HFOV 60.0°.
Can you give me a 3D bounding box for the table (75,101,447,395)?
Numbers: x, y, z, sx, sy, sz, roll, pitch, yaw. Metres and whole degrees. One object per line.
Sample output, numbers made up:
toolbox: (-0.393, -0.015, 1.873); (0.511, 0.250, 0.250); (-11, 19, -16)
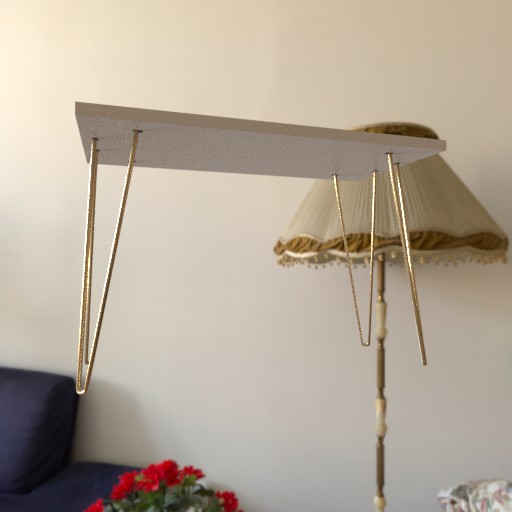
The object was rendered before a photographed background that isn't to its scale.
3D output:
table: (0.000, 0.000, 1.350); (0.991, 0.660, 0.498); (0, -1, -18)
